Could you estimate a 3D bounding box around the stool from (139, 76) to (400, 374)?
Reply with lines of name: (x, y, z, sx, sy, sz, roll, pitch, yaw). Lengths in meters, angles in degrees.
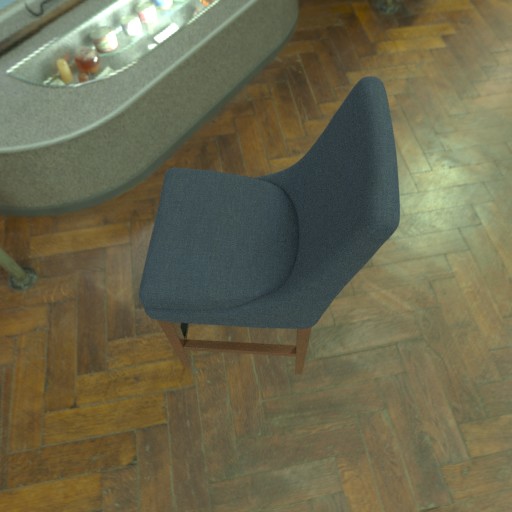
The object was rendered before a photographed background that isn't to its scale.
stool: (0.000, 0.000, 1.317, 0.577, 0.981, 0.470, 4, 60, 2)
